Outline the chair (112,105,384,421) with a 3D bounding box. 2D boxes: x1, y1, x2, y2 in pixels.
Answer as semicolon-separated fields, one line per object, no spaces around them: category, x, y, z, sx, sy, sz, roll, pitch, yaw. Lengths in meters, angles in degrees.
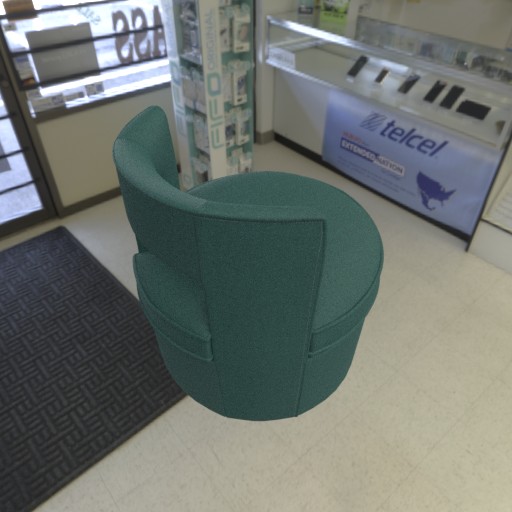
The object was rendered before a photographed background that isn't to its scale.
chair;0.000;0.000;1.228;0.660;0.711;0.684;-26;47;-28
